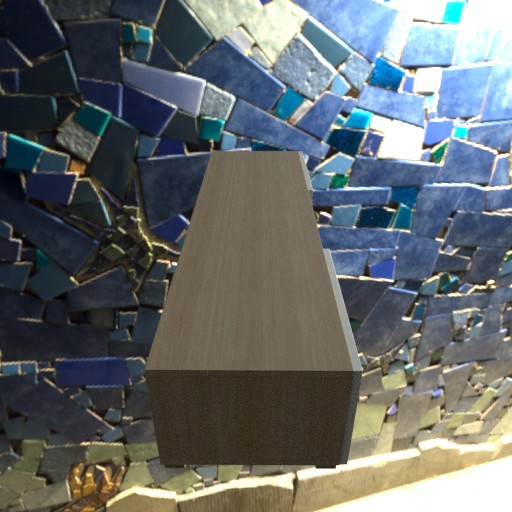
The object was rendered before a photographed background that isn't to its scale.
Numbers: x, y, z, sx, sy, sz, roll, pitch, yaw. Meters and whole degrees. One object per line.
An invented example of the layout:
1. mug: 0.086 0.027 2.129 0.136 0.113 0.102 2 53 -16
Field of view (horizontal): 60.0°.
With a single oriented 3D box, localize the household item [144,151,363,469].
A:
1. household item: 0.000 0.000 1.531 0.420 0.310 1.400 0 30 0
